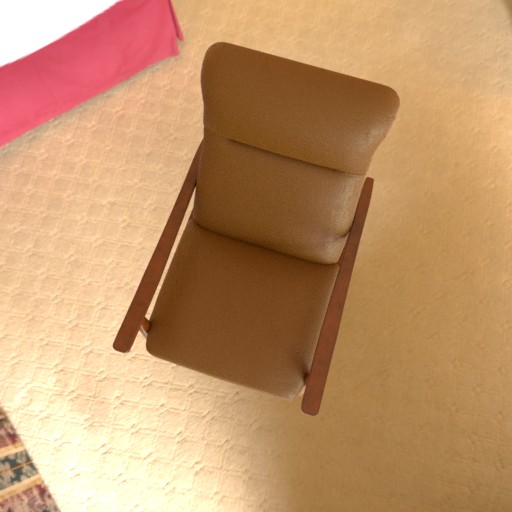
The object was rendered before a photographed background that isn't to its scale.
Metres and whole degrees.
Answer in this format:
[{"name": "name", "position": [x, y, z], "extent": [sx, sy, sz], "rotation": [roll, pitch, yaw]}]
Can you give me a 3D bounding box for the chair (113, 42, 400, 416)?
[{"name": "chair", "position": [0.000, 0.000, 1.757], "extent": [0.762, 1.082, 1.014], "rotation": [17, 76, 4]}]
